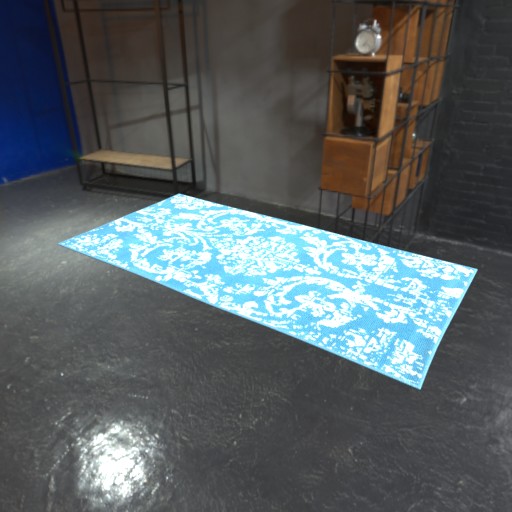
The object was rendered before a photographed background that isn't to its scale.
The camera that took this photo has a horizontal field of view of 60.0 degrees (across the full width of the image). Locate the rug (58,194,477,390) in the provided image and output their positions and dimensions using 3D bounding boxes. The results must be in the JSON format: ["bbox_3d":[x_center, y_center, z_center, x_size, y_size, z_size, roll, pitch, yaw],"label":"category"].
[{"bbox_3d":[0.000,0.000,1.427,1.219,0.007,0.604,17,32,30],"label":"rug"}]
